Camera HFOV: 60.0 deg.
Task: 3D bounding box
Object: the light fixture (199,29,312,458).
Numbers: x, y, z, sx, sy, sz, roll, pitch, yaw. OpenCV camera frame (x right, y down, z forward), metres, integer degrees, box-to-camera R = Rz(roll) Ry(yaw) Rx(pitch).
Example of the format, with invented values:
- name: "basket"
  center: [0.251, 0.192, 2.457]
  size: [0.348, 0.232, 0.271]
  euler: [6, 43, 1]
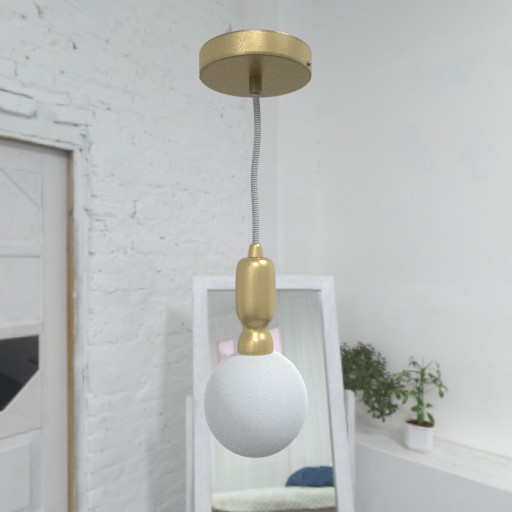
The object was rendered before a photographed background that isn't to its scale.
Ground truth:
- name: "light fixture"
  center: [0.000, 0.000, 0.573]
  size: [0.147, 0.510, 0.146]
  euler: [0, 1, 19]
